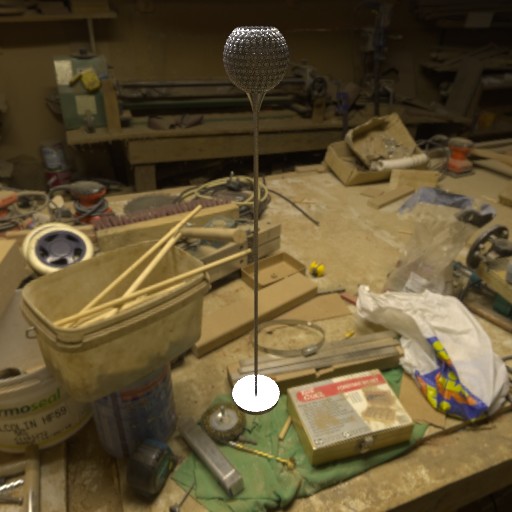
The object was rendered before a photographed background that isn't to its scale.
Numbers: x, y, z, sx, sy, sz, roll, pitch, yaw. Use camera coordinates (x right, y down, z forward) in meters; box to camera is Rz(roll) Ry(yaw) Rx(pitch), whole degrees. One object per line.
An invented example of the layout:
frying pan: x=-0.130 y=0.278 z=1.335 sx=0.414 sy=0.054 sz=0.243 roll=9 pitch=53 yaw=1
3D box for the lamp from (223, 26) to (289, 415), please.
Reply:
lamp: x=0.000 y=0.000 z=1.966 sx=0.254 sy=1.805 sz=0.254 roll=0 pitch=31 yaw=0
